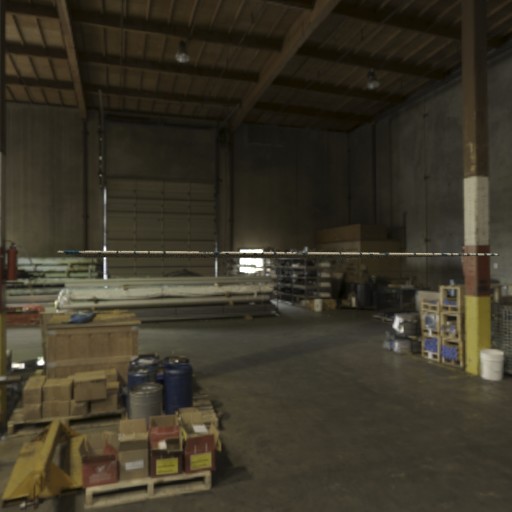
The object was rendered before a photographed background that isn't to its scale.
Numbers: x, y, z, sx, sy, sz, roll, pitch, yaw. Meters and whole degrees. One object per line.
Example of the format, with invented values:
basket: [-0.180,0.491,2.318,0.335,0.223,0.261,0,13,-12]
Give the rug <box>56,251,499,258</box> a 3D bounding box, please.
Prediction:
rug: [0.000,0.000,3.969,3.017,0.014,2.416,0,-1,-18]
